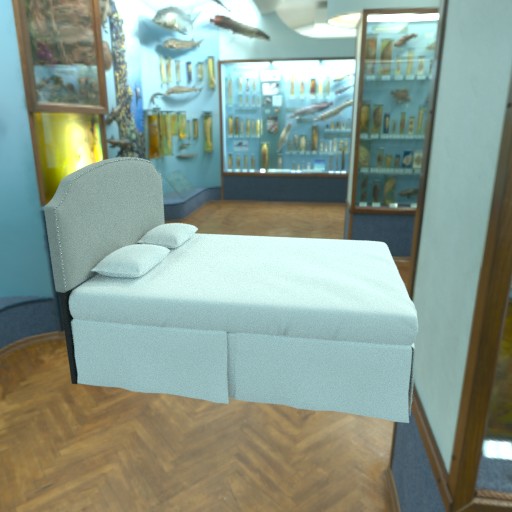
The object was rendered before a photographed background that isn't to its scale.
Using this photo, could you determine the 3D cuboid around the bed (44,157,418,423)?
[{"bbox_3d":[0.000,0.000,2.997,1.999,1.270,1.558,3,17,9],"label":"bed"}]
